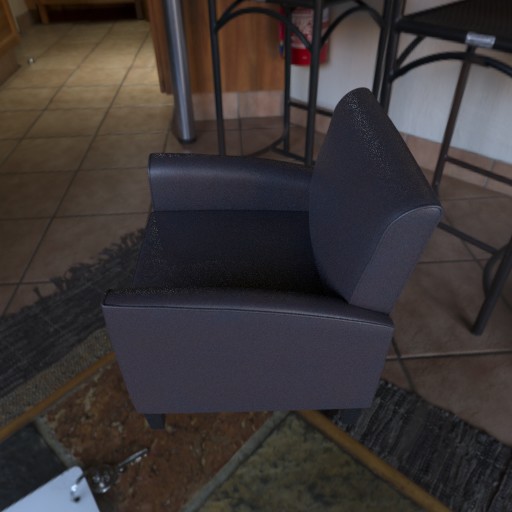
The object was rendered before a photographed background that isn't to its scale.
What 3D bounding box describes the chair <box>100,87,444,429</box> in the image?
[{"bbox_3d":[0.000,0.000,1.524,0.819,0.916,0.820,-1,40,-1],"label":"chair"}]
